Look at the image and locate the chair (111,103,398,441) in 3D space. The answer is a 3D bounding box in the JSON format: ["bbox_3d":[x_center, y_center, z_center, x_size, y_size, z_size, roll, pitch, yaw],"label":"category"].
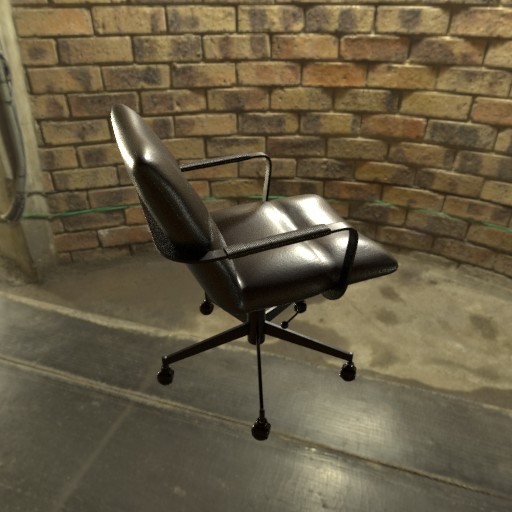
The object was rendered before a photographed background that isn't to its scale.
[{"bbox_3d":[0.000,0.000,1.457,0.748,0.922,0.719,-11,33,-17],"label":"chair"}]
